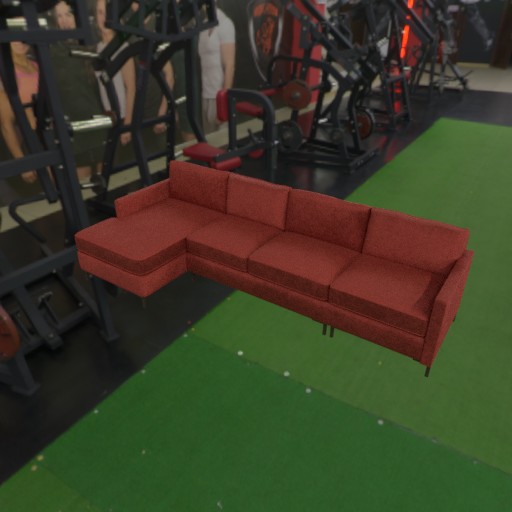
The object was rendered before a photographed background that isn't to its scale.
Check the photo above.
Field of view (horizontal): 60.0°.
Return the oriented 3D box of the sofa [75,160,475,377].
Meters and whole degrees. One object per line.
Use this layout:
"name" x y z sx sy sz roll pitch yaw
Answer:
"sofa" 0.000 0.000 4.090 3.400 0.967 1.500 19 35 29
